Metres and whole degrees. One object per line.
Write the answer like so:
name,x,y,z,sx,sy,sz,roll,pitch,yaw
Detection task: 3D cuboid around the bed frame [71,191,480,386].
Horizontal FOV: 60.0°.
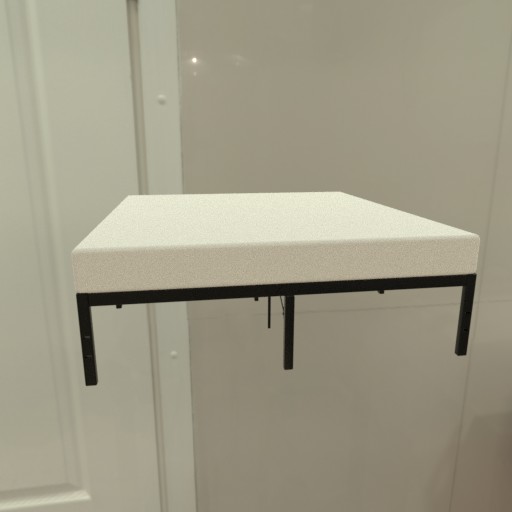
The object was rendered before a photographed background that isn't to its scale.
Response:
bed frame,0.000,0.000,3.127,1.963,0.659,2.079,-2,15,-9
